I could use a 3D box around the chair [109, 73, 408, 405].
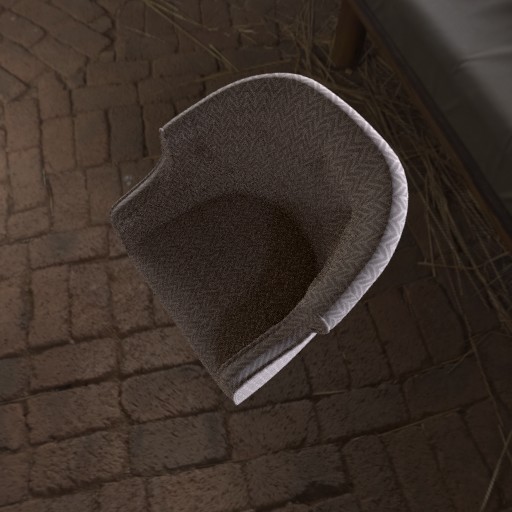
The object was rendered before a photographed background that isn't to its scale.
[{"bbox_3d":[0.000,0.000,1.327,0.613,0.858,0.686,-34,69,-15],"label":"chair"}]
